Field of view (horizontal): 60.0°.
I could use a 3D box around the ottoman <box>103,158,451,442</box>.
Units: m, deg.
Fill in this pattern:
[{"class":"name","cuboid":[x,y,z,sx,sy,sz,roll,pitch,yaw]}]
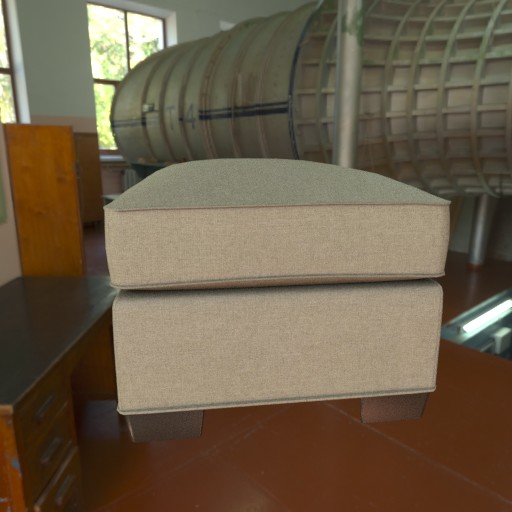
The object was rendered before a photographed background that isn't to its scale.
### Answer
[{"class":"ottoman","cuboid":[0.000,0.000,1.189,0.619,0.504,0.843,-2,14,-7]}]
